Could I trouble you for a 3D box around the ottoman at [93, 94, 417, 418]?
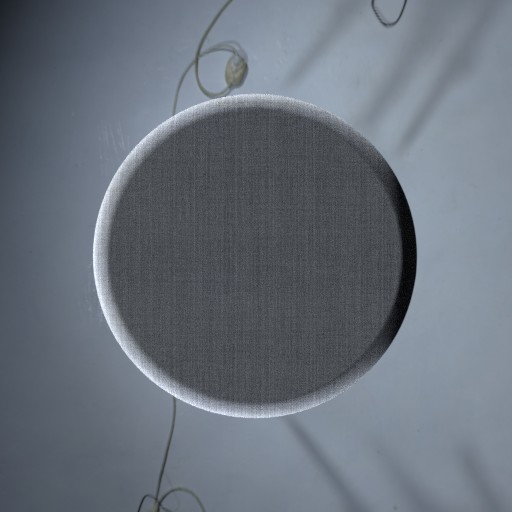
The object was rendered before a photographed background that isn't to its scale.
[{"bbox_3d":[0.000,0.000,0.730,0.400,0.406,0.400,0,90,1],"label":"ottoman"}]
